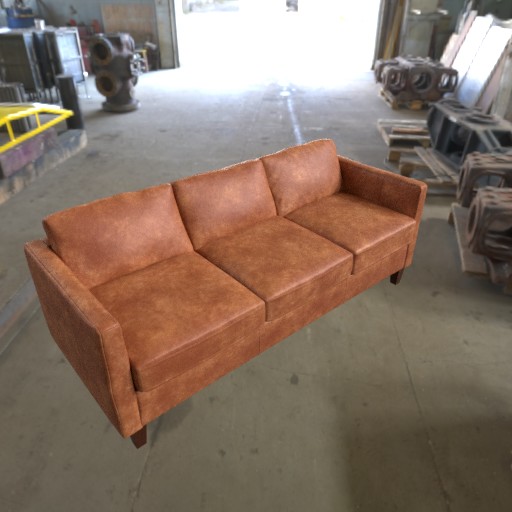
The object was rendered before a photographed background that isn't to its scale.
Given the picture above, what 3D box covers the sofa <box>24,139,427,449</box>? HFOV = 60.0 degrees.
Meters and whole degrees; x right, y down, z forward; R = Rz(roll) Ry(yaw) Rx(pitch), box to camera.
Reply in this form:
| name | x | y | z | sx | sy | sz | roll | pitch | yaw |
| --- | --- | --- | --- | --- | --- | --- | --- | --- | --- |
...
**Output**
| name | x | y | z | sx | sy | sz | roll | pitch | yaw |
| --- | --- | --- | --- | --- | --- | --- | --- | --- | --- |
| sofa | 0.000 | 0.000 | 2.896 | 2.464 | 1.006 | 1.045 | -24 | 38 | -34 |
